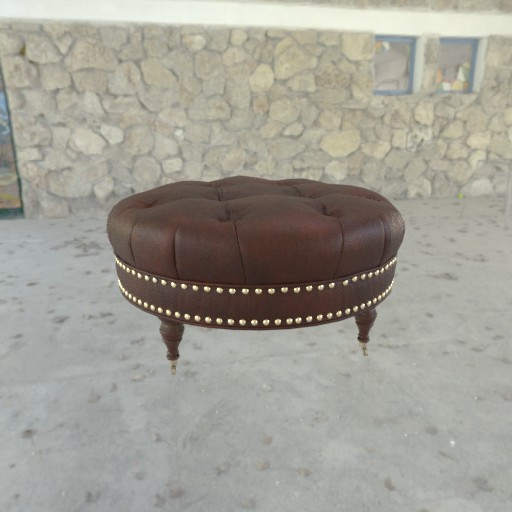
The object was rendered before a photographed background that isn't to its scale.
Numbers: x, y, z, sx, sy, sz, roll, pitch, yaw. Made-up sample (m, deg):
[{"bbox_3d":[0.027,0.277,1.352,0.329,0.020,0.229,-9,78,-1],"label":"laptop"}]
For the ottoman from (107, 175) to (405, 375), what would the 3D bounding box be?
[{"bbox_3d":[0.000,0.000,1.414,0.901,0.455,0.901,0,16,0],"label":"ottoman"}]
